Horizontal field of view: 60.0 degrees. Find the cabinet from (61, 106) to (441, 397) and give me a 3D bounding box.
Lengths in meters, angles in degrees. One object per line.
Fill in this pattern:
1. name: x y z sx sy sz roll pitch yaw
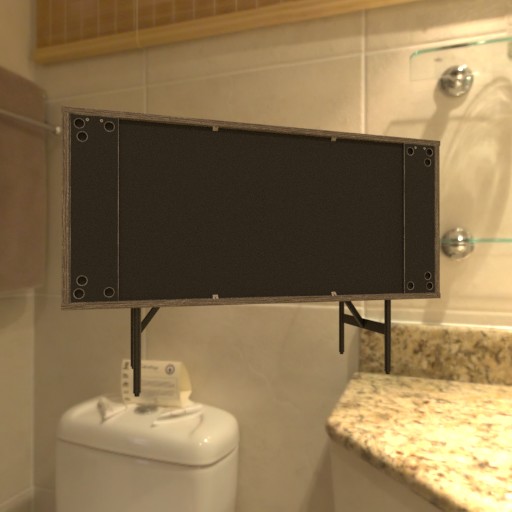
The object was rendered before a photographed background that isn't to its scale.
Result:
1. cabinet: 0.000 0.000 1.531 1.194 0.787 0.405 0 0 -17
